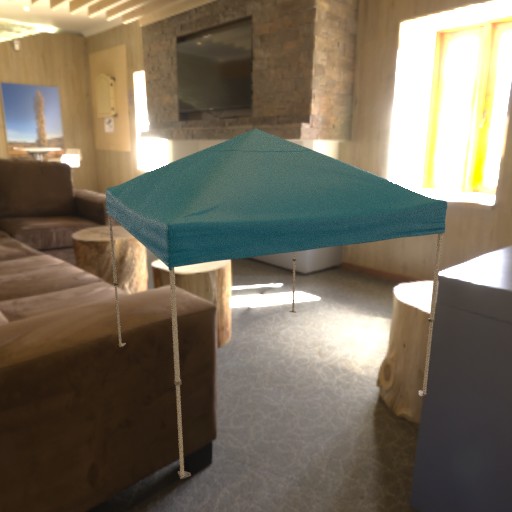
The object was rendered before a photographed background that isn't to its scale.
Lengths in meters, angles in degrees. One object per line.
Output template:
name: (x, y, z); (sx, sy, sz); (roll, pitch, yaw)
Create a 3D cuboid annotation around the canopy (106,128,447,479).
canopy: (0.000, 0.000, 5.423); (2.998, 2.997, 2.996); (-7, 16, -26)
